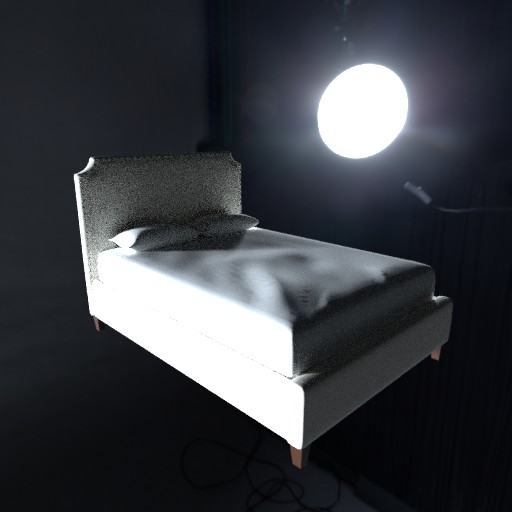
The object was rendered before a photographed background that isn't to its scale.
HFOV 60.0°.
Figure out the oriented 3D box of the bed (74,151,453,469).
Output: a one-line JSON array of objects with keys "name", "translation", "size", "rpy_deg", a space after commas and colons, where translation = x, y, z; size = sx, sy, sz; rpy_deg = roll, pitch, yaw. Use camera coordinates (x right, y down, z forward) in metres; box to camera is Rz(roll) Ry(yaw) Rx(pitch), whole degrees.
[{"name": "bed", "translation": [0.000, 0.000, 3.370], "size": [1.712, 1.443, 2.365], "rpy_deg": [-15, 21, -42]}]
